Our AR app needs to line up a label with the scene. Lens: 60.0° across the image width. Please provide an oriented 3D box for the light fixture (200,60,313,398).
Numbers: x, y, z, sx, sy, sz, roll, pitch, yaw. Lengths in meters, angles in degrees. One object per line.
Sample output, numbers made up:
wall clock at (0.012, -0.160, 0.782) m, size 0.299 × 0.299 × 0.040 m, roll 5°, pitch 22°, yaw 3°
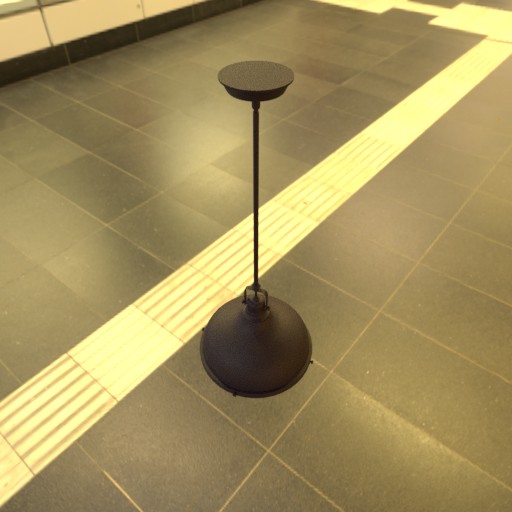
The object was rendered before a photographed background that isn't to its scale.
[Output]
light fixture at (0.000, 0.000, 1.045) m, size 0.341 × 0.849 × 0.341 m, roll 14°, pitch 45°, yaw 14°
